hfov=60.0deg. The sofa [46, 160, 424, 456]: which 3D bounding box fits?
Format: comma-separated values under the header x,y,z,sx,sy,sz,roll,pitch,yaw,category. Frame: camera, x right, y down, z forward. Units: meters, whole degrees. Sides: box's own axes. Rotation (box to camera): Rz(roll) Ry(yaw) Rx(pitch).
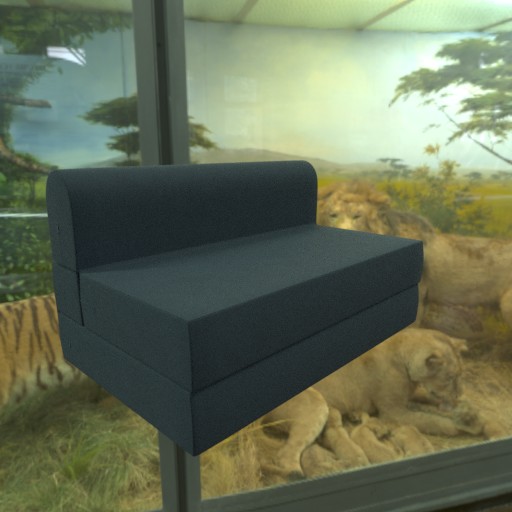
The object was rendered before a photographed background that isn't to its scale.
x,y,z,sx,sy,sz,roll,pitch,yaw,category
0.000,0.000,1.651,0.762,0.660,1.219,13,19,43,sofa
